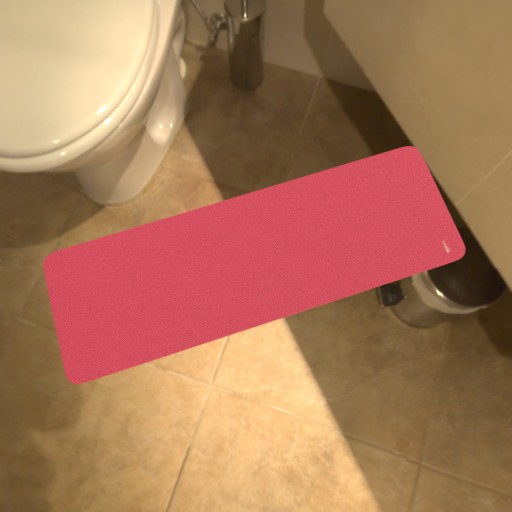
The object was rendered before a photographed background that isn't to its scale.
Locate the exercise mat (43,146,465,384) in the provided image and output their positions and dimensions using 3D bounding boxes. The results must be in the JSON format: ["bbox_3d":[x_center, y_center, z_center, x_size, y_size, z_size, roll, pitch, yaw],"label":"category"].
[{"bbox_3d":[0.000,0.000,2.045,1.884,0.021,0.616,-17,74,-5],"label":"exercise mat"}]
